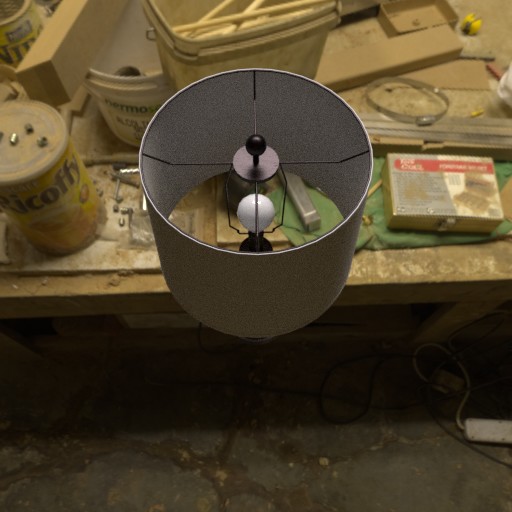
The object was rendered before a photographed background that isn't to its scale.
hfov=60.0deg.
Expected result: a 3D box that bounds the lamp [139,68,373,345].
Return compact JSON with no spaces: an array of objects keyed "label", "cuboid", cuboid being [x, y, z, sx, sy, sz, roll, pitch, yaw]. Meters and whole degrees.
[{"label":"lamp","cuboid":[0.000,0.000,0.932,0.383,0.726,0.383,0,64,0]}]
